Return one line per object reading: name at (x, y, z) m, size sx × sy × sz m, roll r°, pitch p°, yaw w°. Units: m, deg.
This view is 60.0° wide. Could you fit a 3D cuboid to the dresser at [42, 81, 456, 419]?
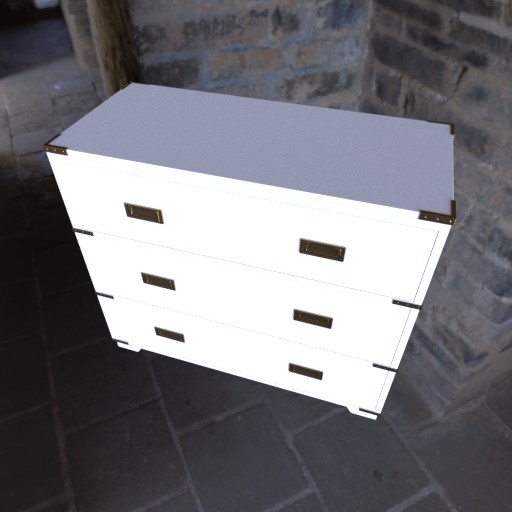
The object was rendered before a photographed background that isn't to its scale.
dresser at (0.000, 0.000, 1.499) m, size 1.022 × 0.891 × 0.460 m, roll 12°, pitch 44°, yaw 13°
